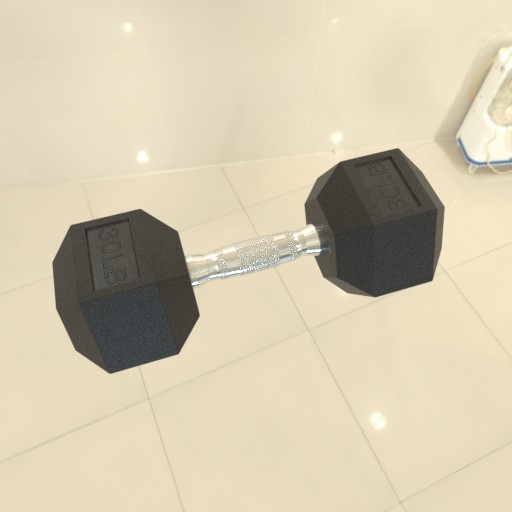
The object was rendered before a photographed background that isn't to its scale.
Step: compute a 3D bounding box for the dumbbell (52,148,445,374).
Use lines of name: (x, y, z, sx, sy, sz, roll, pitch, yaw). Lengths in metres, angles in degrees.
dumbbell: (0.000, 0.000, 0.410, 0.337, 0.123, 0.142, -15, 60, -9)
